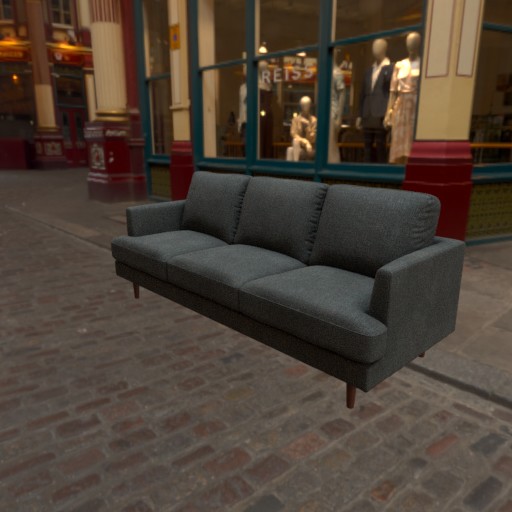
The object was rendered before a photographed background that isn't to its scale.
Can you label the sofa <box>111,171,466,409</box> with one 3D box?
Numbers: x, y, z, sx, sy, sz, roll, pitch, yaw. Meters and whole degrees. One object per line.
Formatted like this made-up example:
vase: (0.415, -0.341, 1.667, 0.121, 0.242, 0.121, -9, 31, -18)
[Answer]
sofa: (0.000, 0.000, 2.807, 0.903, 0.930, 2.246, -14, 21, -42)
